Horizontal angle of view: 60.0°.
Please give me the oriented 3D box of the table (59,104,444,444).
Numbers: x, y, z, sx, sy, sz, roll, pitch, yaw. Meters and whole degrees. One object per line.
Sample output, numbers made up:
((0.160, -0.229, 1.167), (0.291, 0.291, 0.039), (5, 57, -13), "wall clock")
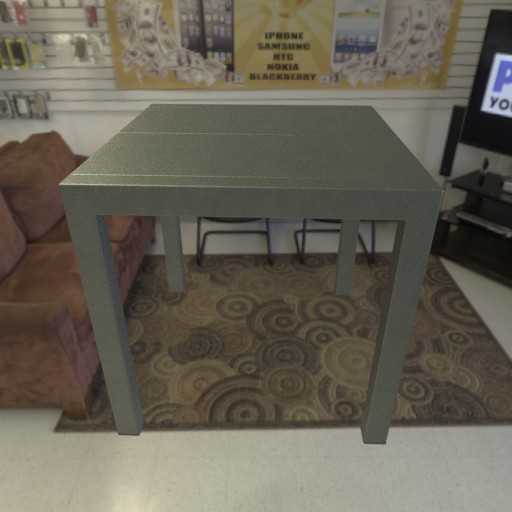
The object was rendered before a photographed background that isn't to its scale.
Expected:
((0.000, 0.000, 0.926), (0.508, 0.508, 0.508), (1, 31, 2), "table")
